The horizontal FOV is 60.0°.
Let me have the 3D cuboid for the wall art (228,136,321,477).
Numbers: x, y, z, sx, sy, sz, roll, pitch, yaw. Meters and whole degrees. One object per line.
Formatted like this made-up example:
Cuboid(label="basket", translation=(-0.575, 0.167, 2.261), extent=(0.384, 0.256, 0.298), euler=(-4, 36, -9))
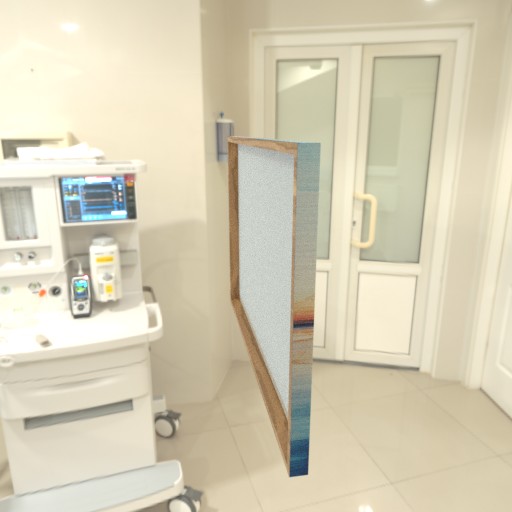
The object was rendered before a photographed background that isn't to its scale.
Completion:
Cuboid(label="wall art", translation=(0.000, 0.000, 1.179), extent=(0.037, 0.605, 0.911), euler=(-3, 16, -10))
